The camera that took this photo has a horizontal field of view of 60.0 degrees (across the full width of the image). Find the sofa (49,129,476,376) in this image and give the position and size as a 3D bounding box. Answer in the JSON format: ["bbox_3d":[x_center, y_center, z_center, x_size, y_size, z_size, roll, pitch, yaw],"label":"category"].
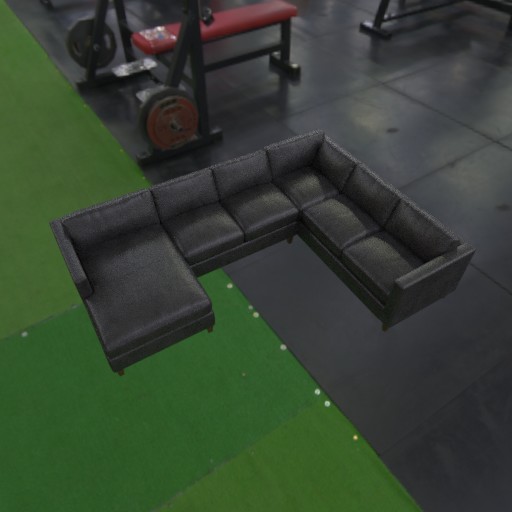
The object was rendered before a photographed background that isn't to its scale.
[{"bbox_3d":[0.000,0.000,4.461,3.324,0.891,2.452,-24,51,-21],"label":"sofa"}]
